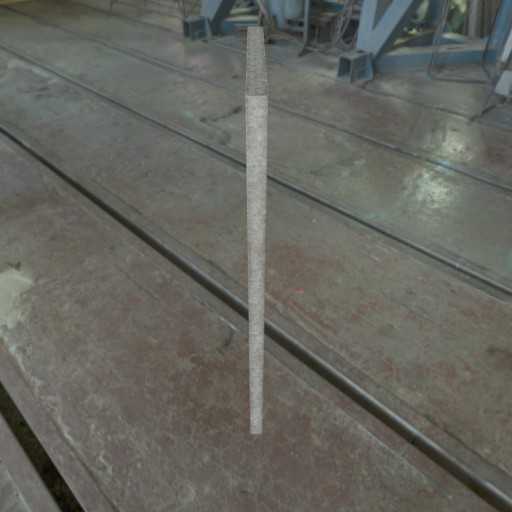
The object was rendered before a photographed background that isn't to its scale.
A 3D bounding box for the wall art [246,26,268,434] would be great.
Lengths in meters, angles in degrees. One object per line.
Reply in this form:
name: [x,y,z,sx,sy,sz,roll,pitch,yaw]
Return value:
wall art: [0.000,0.000,1.702,0.051,1.461,0.648,0,40,0]
